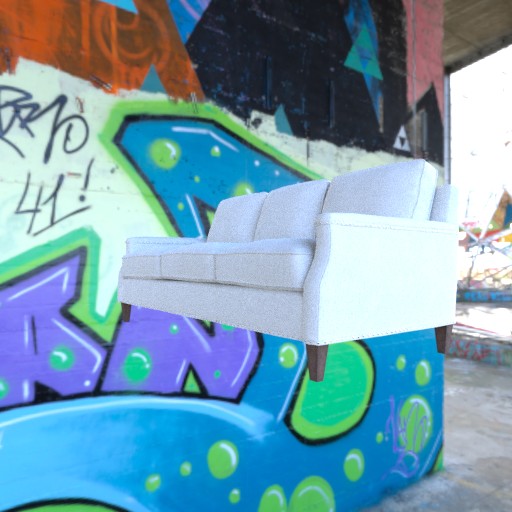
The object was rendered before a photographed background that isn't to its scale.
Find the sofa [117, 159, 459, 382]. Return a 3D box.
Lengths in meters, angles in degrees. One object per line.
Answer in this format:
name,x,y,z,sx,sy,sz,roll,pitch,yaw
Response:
sofa,0.000,0.000,2.870,1.084,1.003,2.246,1,-1,-36
